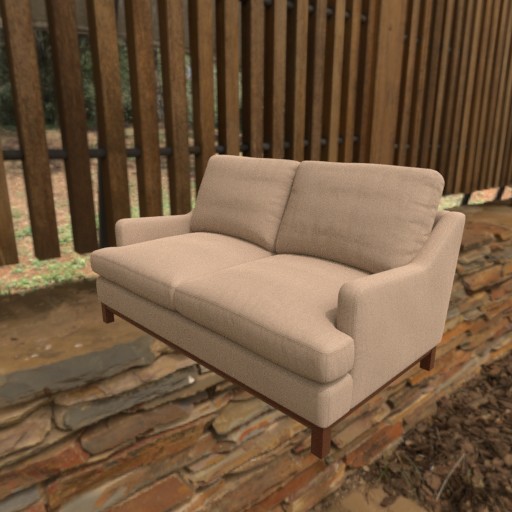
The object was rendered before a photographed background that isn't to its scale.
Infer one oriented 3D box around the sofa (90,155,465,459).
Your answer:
[{"bbox_3d":[0.000,0.000,2.189,1.004,0.910,1.619,-15,22,-43],"label":"sofa"}]
